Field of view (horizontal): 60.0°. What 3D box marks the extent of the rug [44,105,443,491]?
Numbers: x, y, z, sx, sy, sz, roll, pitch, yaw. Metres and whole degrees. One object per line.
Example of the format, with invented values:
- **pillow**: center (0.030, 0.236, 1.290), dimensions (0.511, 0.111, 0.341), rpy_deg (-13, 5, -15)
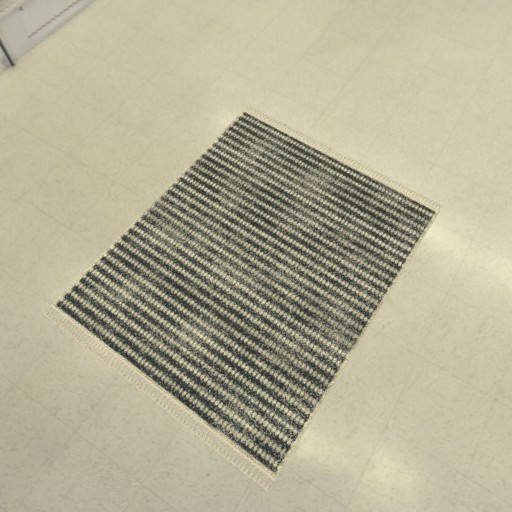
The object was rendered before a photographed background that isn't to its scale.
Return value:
- **rug**: center (0.000, 0.000, 3.906), dimensions (2.256, 0.013, 2.910), rpy_deg (32, 67, 16)
